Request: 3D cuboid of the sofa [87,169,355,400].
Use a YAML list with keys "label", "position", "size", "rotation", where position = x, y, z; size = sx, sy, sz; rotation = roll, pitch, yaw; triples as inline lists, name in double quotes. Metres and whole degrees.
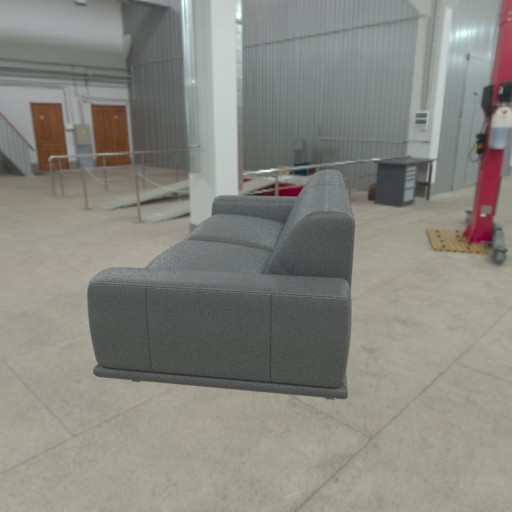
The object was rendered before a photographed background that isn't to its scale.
- label: "sofa"
  position: [0.000, 0.000, 2.321]
  size: [0.900, 0.772, 1.901]
  rotation: [3, 17, 9]
